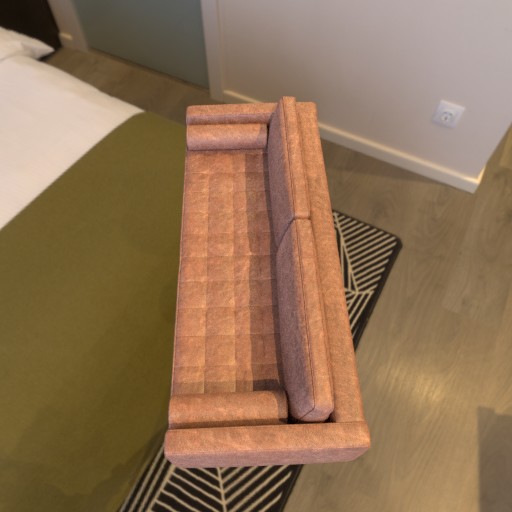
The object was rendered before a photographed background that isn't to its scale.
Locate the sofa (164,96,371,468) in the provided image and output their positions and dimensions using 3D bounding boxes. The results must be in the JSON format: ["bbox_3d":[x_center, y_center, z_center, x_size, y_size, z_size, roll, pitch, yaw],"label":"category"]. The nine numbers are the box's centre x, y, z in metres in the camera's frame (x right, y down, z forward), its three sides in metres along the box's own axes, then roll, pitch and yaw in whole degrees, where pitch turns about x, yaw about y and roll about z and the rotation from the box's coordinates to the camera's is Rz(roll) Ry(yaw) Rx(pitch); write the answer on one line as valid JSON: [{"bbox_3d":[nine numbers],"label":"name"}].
[{"bbox_3d":[0.000,0.000,2.605,0.914,0.762,2.210,-2,58,-1],"label":"sofa"}]
